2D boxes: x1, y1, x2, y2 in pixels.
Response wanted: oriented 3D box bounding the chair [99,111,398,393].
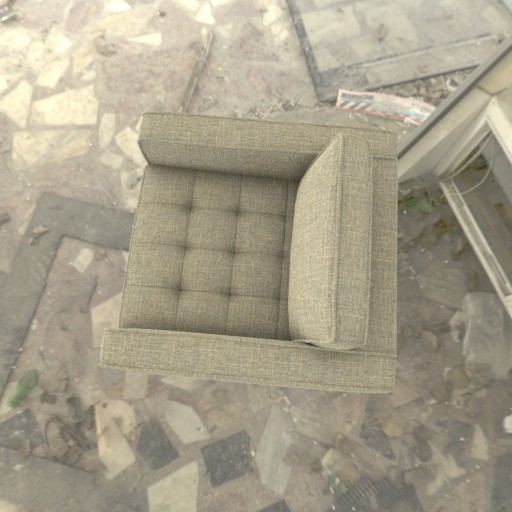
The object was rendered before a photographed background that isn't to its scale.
[{"bbox_3d":[0.000,0.000,1.612,0.914,0.765,0.889,5,75,1],"label":"chair"}]
